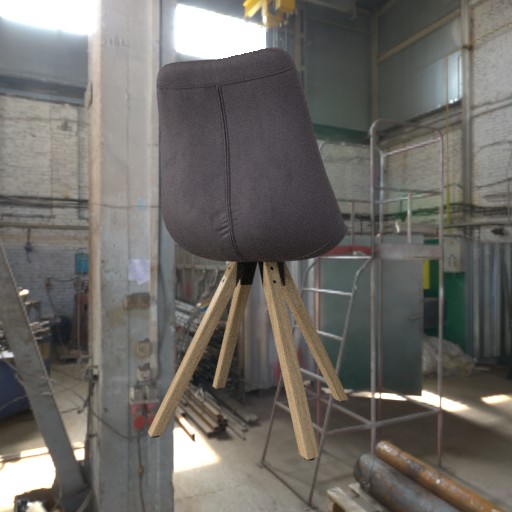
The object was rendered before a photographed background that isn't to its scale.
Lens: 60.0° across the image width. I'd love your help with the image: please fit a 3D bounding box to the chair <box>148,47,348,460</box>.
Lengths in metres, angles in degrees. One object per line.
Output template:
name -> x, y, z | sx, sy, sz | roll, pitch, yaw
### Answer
chair -> 0.000, 0.000, 1.198 | 0.483, 0.865, 0.547 | 0, 0, 19
